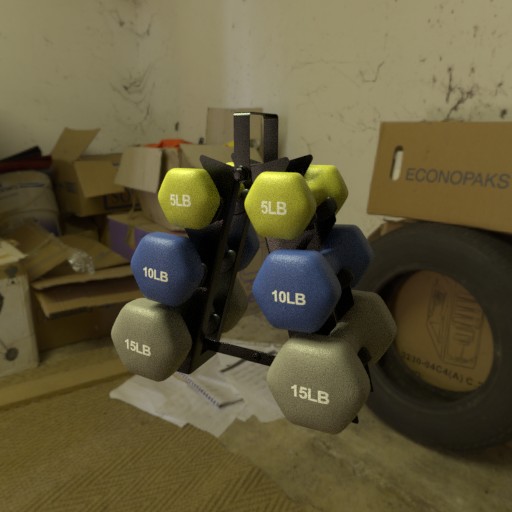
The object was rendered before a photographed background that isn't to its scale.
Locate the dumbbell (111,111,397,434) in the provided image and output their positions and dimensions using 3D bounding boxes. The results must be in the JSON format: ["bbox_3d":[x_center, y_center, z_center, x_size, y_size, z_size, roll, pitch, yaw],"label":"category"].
[{"bbox_3d":[0.000,0.000,0.694,0.416,0.426,0.261,8,17,26],"label":"dumbbell"}]
